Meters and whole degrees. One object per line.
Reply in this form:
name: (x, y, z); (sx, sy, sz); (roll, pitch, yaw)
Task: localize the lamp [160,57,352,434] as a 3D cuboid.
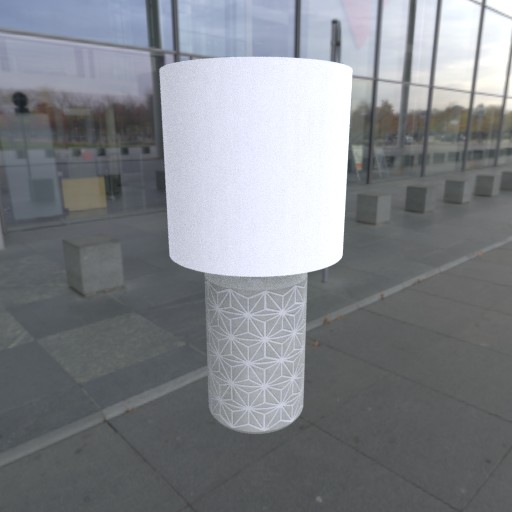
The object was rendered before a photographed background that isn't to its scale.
lamp: (0.000, 0.000, 0.539); (0.206, 0.416, 0.206); (-8, 17, -26)
